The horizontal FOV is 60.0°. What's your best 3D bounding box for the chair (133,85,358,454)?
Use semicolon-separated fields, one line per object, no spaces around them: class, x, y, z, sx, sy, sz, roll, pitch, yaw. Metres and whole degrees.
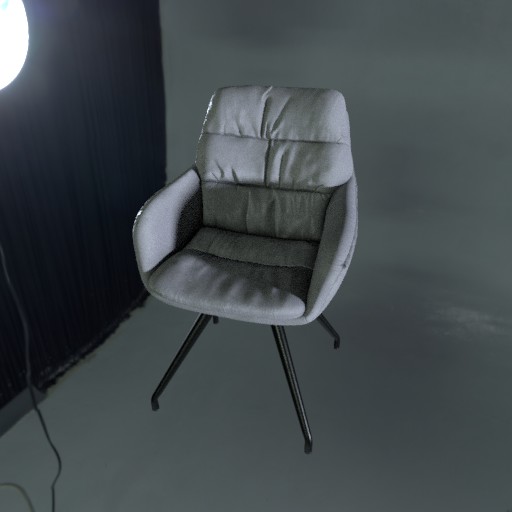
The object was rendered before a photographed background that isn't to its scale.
chair;0.000;0.000;1.304;0.579;0.888;0.569;9;29;16
